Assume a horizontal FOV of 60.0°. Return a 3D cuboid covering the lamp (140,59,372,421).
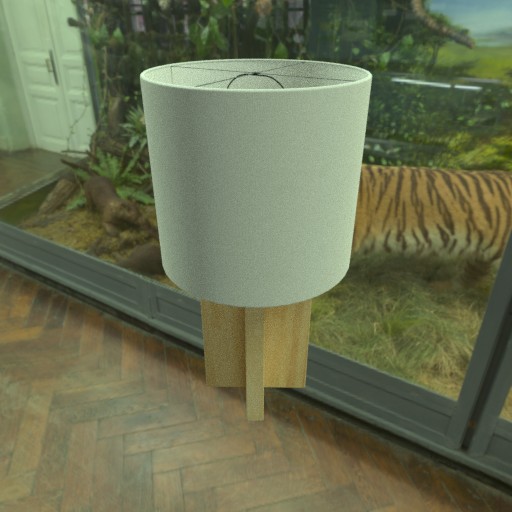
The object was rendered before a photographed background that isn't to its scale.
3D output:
[{"bbox_3d":[0.000,0.000,0.551,0.229,0.428,0.229,1,30,1],"label":"lamp"}]
